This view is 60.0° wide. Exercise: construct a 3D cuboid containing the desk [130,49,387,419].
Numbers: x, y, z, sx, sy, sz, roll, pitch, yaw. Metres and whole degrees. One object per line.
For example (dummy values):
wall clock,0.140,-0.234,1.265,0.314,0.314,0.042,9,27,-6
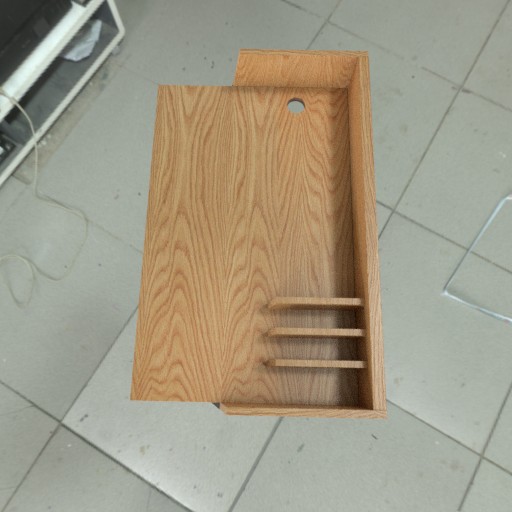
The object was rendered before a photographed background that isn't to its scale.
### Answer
desk,0.000,0.000,1.884,0.769,1.061,1.191,1,75,0
